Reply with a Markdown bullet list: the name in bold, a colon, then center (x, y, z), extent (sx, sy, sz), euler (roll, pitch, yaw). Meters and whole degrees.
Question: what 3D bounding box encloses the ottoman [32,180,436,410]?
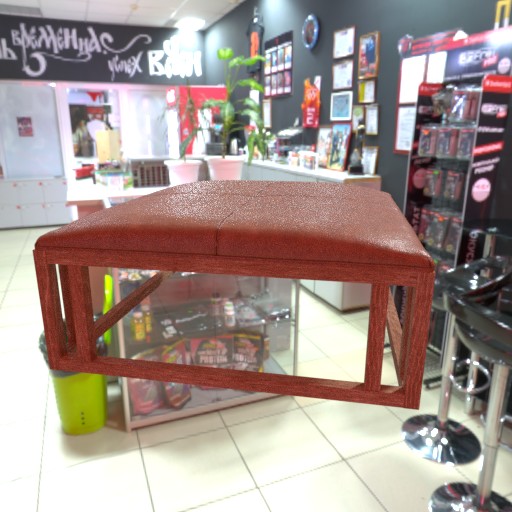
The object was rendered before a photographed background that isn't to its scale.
- **ottoman**: center (0.000, 0.000, 1.591), extent (1.013, 0.442, 1.016), euler (3, 17, 10)
